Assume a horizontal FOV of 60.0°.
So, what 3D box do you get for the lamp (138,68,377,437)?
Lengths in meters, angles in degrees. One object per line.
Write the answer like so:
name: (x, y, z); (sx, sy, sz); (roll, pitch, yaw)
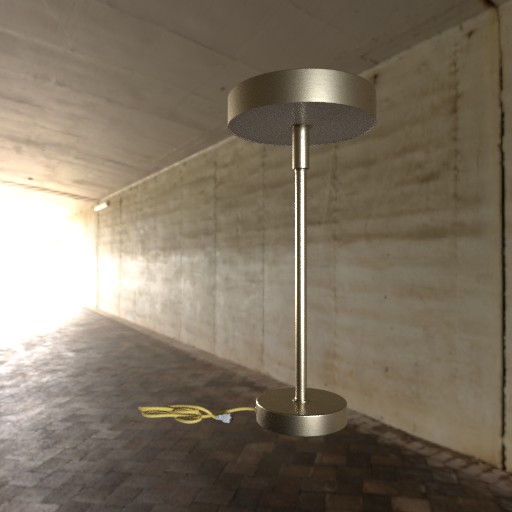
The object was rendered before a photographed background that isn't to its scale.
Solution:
lamp: (0.000, 0.000, 0.693); (0.369, 0.508, 0.229); (0, -1, 0)
